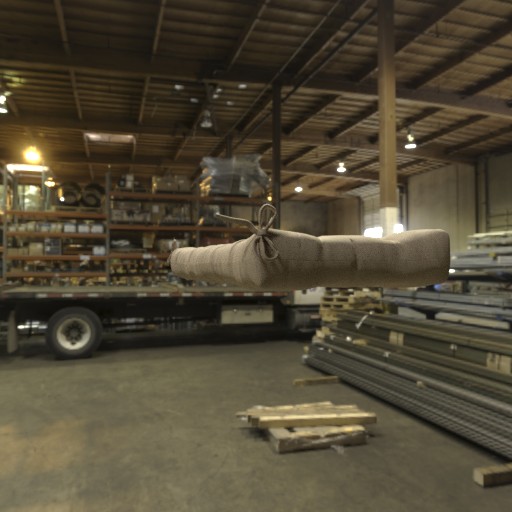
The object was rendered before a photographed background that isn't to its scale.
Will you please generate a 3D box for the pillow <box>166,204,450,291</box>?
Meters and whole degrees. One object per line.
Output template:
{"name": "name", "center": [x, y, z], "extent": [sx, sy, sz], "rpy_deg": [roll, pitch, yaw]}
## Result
{"name": "pillow", "center": [0.000, 0.000, 1.386], "extent": [0.511, 0.174, 1.194], "rpy_deg": [0, -1, -19]}
